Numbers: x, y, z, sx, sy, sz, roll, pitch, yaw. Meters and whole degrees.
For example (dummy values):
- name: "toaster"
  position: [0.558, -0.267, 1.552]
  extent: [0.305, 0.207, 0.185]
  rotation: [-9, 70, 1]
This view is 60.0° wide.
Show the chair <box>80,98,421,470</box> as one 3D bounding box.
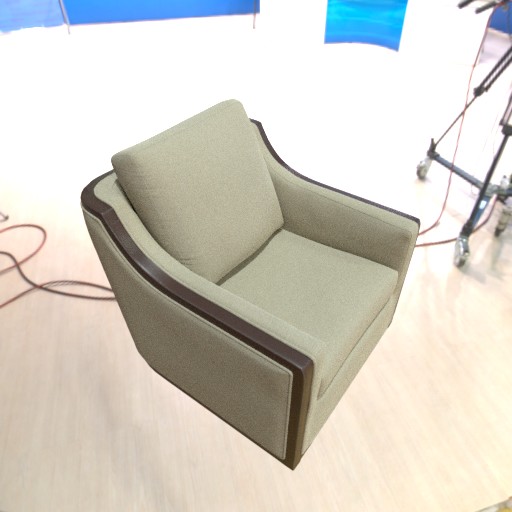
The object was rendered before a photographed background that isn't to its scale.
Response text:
- name: "chair"
  position: [0.000, 0.000, 1.689]
  extent: [0.950, 0.930, 0.870]
  rotation: [26, 47, 27]
